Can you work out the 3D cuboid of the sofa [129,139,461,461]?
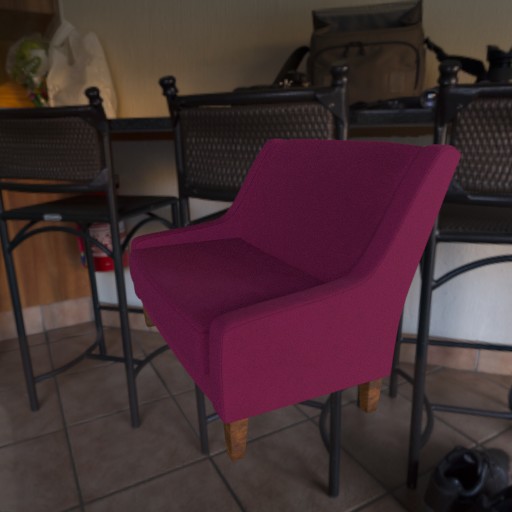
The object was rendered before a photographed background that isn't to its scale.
[{"bbox_3d":[0.000,0.000,1.943,0.946,0.976,1.242,-8,18,-26],"label":"sofa"}]
